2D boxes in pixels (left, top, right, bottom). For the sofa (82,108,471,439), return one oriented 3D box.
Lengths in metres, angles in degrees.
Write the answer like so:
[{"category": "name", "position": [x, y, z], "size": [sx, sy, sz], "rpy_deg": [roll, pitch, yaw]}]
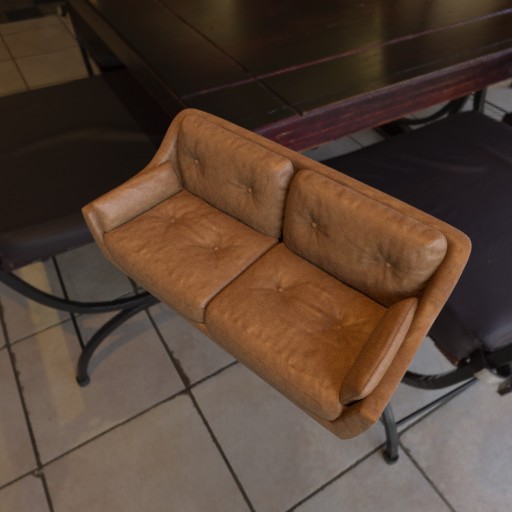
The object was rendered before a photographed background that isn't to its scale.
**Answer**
[{"category": "sofa", "position": [0.000, 0.000, 2.376], "size": [1.902, 0.839, 0.904], "rpy_deg": [32, 55, 26]}]
